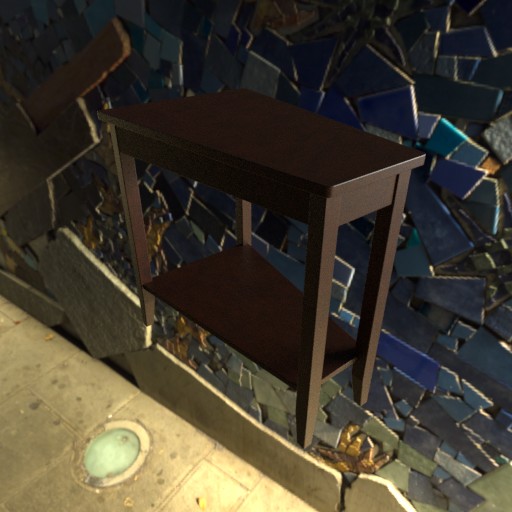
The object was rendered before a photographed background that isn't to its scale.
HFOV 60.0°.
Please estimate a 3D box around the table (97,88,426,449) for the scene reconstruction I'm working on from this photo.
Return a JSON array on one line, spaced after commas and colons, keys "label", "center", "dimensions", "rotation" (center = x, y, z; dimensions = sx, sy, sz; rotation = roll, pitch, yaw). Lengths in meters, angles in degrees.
[{"label": "table", "center": [0.000, 0.000, 1.005], "dimensions": [0.399, 0.589, 0.605], "rotation": [-22, 38, -32]}]
